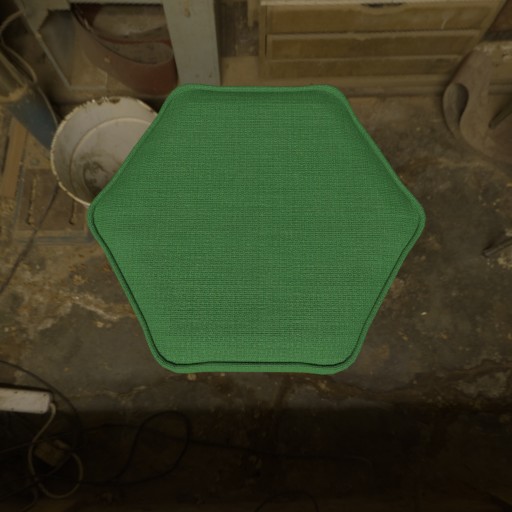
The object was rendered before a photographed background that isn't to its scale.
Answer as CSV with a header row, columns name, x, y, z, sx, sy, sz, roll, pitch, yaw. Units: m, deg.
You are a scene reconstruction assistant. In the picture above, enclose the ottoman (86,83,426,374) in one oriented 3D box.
name,x,y,z,sx,sy,sz,roll,pitch,yaw
ottoman,0.000,0.000,0.874,0.499,0.507,0.444,0,76,0
